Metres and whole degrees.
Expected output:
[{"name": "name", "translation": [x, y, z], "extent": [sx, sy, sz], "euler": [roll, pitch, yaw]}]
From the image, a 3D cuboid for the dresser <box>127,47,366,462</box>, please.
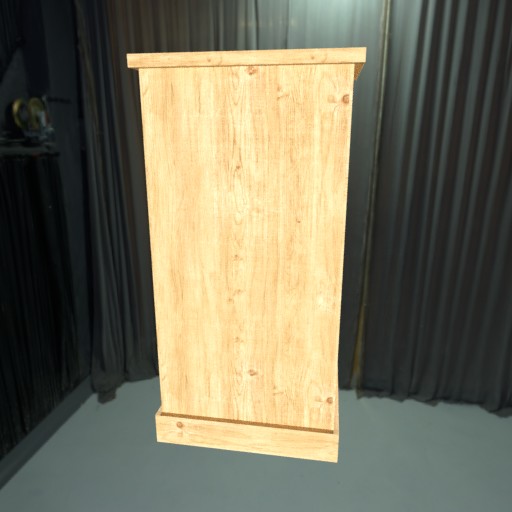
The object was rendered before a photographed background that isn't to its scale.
[{"name": "dresser", "translation": [0.000, 0.000, 1.294], "extent": [0.531, 1.041, 0.390], "euler": [3, 16, 9]}]
